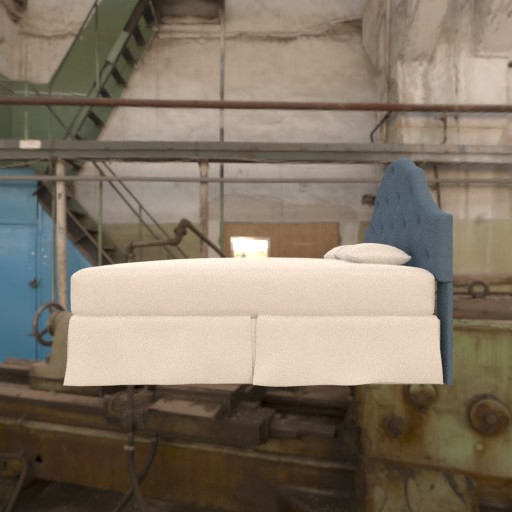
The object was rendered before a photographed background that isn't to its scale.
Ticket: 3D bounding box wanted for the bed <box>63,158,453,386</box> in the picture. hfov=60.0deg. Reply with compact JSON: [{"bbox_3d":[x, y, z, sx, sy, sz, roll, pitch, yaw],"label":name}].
[{"bbox_3d":[0.000,0.000,3.752,2.477,1.617,2.039,0,0,0],"label":"bed"}]
